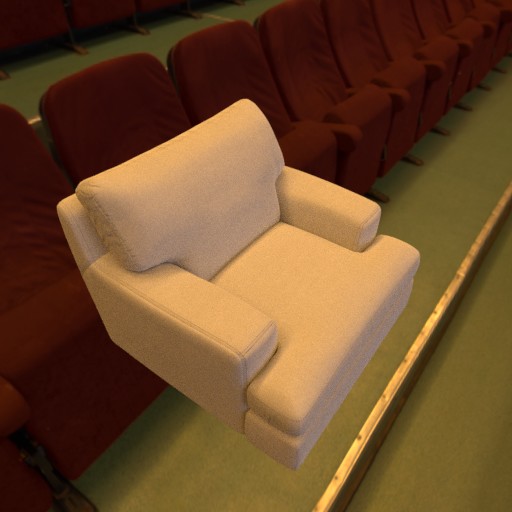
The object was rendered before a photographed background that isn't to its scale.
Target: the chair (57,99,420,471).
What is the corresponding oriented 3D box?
[{"bbox_3d":[0.000,0.000,1.958,1.158,0.930,1.140,26,48,27],"label":"chair"}]
